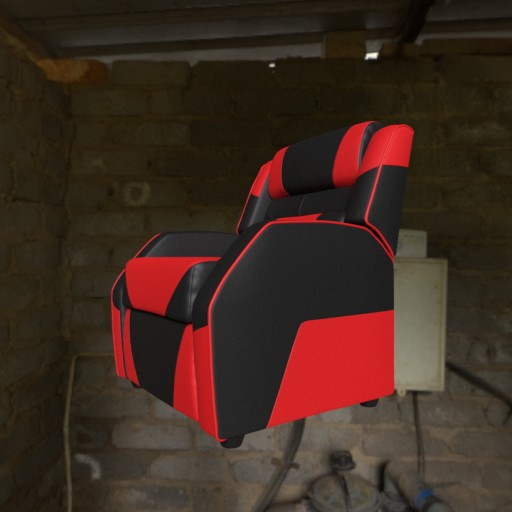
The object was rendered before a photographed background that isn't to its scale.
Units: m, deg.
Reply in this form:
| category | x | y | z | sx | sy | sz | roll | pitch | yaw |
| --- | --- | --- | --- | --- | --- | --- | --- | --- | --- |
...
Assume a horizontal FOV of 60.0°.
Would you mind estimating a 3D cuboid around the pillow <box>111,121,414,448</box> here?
| category | x | y | z | sx | sy | sz | roll | pitch | yaw |
| --- | --- | --- | --- | --- | --- | --- | --- | --- | --- |
| pillow | 0.000 | 0.000 | 1.301 | 0.672 | 0.805 | 0.620 | 0 | 0 | -36 |
